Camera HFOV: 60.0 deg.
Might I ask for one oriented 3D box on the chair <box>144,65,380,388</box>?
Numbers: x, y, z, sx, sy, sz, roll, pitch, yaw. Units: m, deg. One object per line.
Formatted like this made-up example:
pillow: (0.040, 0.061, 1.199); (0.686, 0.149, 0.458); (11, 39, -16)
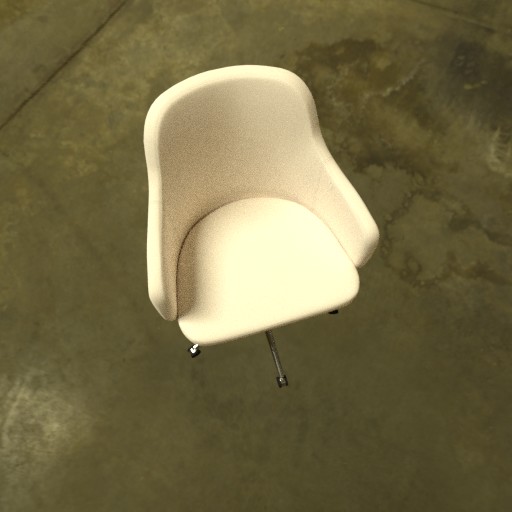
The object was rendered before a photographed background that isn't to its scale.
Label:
chair: (0.000, 0.000, 1.299); (0.602, 0.819, 0.647); (-15, 65, -7)
